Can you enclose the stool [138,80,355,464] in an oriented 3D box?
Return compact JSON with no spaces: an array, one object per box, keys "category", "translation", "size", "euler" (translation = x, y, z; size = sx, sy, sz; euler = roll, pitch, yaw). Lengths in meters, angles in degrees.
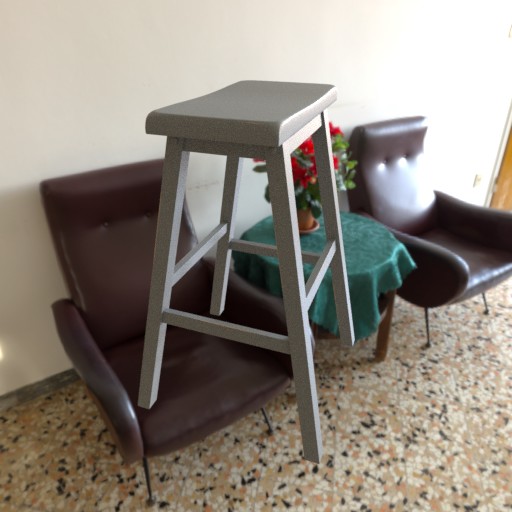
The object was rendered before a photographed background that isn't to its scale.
[{"category":"stool","translation":[0.000,0.000,1.073],"size":[0.476,0.737,0.457],"euler":[10,31,18]}]
